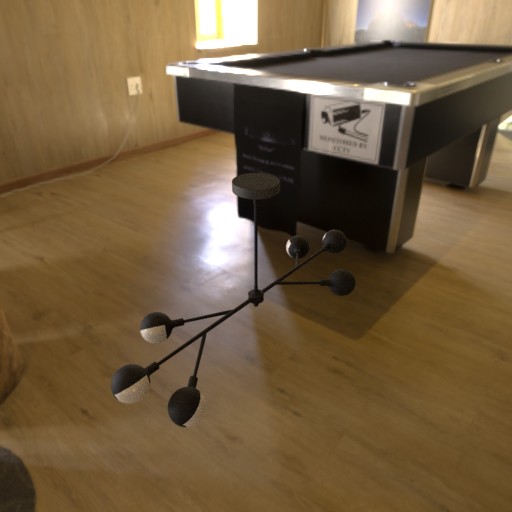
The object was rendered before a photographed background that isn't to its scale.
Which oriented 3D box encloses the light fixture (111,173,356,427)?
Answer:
[{"bbox_3d":[0.000,0.000,1.018,0.778,0.362,0.434,-19,35,-30],"label":"light fixture"}]
